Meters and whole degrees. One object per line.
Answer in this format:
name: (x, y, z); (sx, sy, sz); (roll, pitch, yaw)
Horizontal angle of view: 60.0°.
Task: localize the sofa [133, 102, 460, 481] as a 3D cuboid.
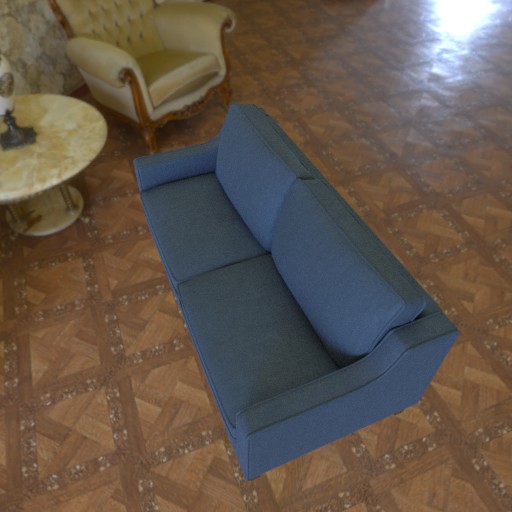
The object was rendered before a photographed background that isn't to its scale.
sofa: (0.000, 0.000, 2.765); (1.066, 1.071, 2.178); (-17, 49, -16)
